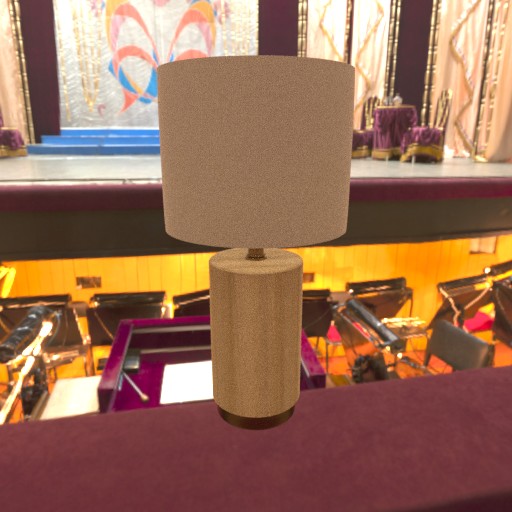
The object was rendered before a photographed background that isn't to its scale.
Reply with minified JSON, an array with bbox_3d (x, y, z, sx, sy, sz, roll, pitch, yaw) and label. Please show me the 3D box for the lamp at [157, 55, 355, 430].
[{"bbox_3d":[0.000,0.000,0.574,0.228,0.444,0.228,-3,16,-10],"label":"lamp"}]
